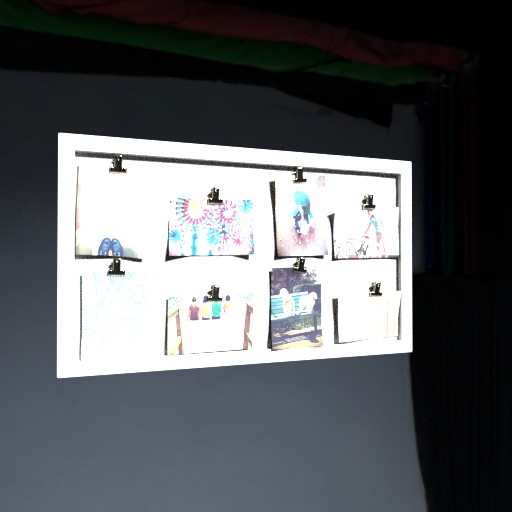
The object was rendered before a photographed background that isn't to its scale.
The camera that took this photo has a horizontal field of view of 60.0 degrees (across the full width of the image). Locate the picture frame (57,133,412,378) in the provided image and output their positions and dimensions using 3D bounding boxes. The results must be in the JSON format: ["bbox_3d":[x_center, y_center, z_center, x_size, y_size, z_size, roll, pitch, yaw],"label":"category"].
[{"bbox_3d":[0.000,0.000,0.789,0.647,0.379,0.044,0,-1,-18],"label":"picture frame"}]
